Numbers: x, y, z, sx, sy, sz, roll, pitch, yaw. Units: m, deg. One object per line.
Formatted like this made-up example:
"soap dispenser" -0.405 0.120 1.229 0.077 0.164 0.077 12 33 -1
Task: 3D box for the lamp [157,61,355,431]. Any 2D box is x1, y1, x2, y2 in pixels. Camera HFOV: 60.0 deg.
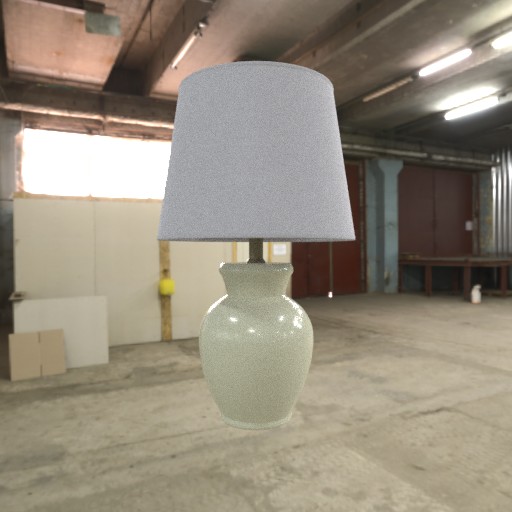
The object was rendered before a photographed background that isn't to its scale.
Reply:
"lamp" 0.000 0.000 0.547 0.239 0.399 0.239 0 1 0
